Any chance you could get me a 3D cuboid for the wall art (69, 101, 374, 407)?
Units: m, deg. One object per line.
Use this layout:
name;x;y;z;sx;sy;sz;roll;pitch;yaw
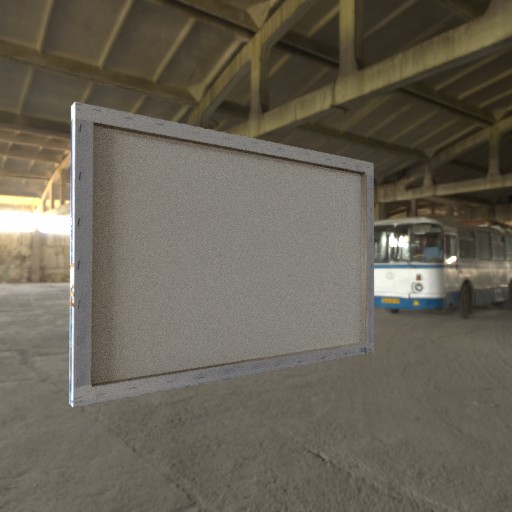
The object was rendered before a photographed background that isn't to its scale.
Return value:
wall art;0.000;0.000;1.448;1.143;0.757;0.038;1;-1;-36
